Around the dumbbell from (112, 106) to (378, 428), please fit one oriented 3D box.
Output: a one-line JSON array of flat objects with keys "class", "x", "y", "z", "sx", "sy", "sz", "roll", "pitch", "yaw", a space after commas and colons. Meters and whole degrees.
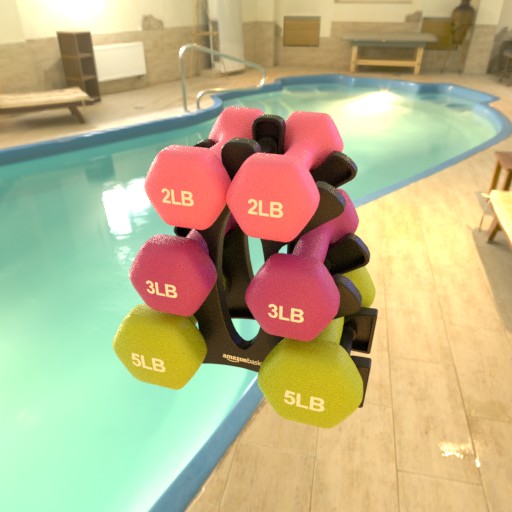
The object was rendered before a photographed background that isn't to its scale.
[{"class": "dumbbell", "x": 0.000, "y": 0.000, "z": 0.452, "sx": 0.257, "sy": 0.261, "sz": 0.203, "roll": 9, "pitch": 32, "yaw": 15}]
